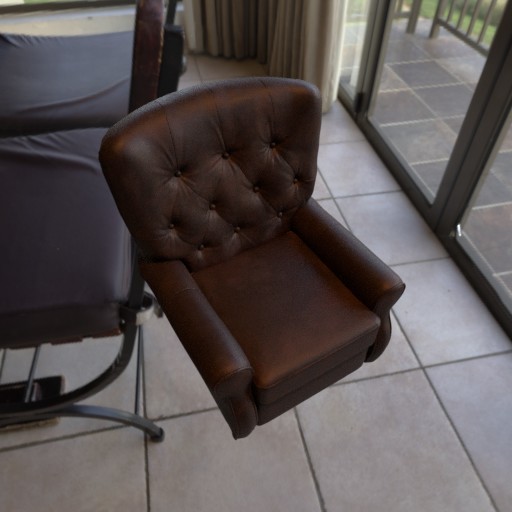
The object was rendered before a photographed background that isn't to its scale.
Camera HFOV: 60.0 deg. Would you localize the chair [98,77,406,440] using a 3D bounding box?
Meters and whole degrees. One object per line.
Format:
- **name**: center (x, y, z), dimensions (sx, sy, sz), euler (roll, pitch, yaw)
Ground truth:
- **chair**: center (0.000, 0.000, 1.901), dimensions (0.948, 1.158, 1.058), euler (-23, 51, -20)
